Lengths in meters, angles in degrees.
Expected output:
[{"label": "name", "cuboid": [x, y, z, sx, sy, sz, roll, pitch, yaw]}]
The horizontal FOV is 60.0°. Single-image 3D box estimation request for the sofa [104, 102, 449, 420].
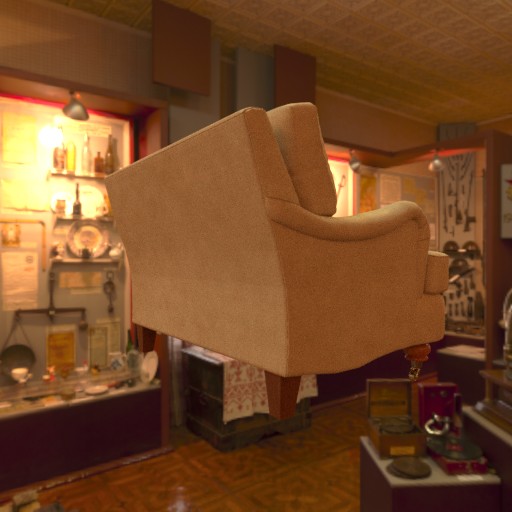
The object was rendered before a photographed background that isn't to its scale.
[{"label": "sofa", "cuboid": [0.000, 0.000, 2.205, 1.086, 1.087, 1.498, 0, 0, -35]}]
